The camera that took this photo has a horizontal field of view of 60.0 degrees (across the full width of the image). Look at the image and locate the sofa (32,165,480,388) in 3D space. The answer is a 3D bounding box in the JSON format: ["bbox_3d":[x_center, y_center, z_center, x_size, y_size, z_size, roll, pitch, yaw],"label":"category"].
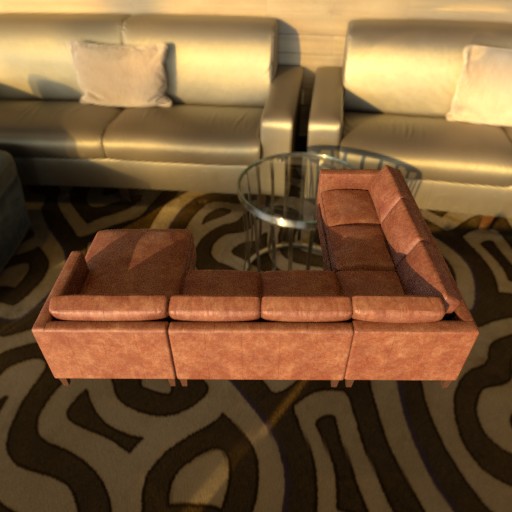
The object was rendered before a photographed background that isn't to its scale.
[{"bbox_3d":[0.000,0.000,4.389,3.324,0.888,2.452,0,40,0],"label":"sofa"}]
